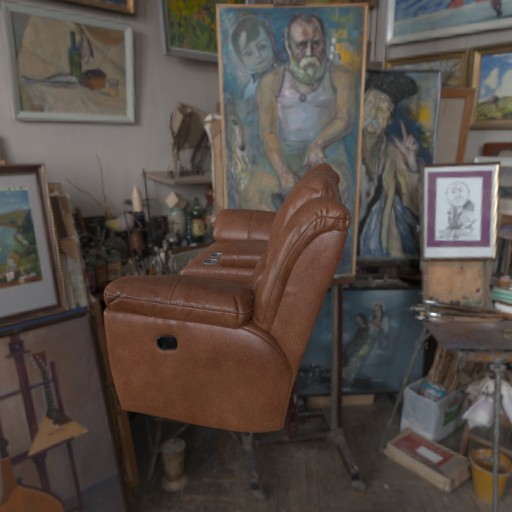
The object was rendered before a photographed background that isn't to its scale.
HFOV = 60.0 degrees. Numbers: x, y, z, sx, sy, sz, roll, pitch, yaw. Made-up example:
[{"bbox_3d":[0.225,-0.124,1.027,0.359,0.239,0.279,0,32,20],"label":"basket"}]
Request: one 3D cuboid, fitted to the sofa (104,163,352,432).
[{"bbox_3d":[0.000,0.000,2.639,0.991,1.043,2.058,2,15,9],"label":"sofa"}]
